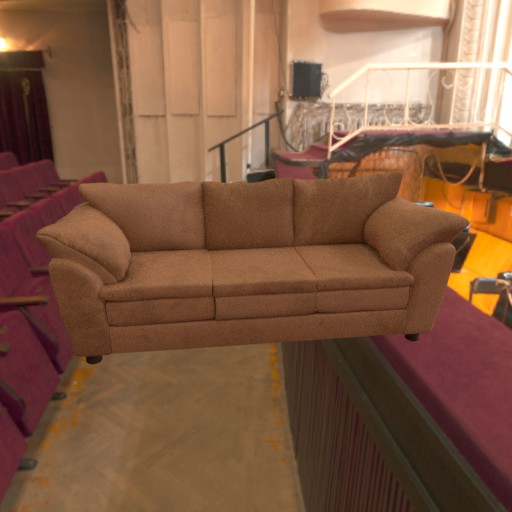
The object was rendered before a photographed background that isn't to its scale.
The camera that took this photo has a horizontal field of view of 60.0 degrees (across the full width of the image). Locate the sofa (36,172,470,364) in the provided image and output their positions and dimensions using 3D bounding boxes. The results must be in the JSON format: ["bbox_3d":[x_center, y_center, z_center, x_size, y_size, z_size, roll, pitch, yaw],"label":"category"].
[{"bbox_3d":[0.000,0.000,2.841,2.377,0.981,0.893,-2,17,-8],"label":"sofa"}]
